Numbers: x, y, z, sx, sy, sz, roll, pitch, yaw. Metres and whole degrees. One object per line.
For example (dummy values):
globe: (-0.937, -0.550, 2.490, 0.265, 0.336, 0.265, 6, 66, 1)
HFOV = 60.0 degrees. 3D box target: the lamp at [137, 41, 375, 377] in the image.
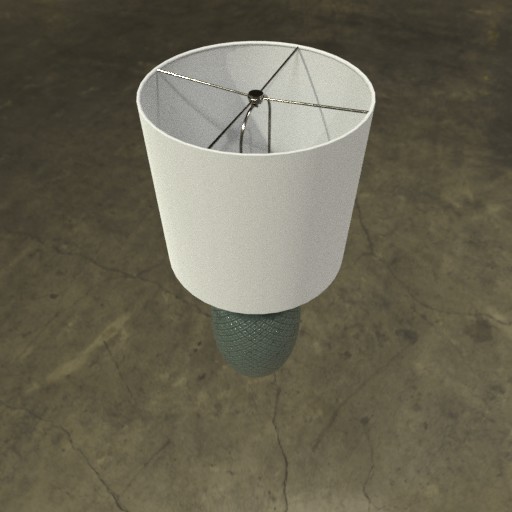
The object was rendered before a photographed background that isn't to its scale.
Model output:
lamp: (0.000, 0.000, 0.573, 0.217, 0.453, 0.217, 17, 49, 16)
